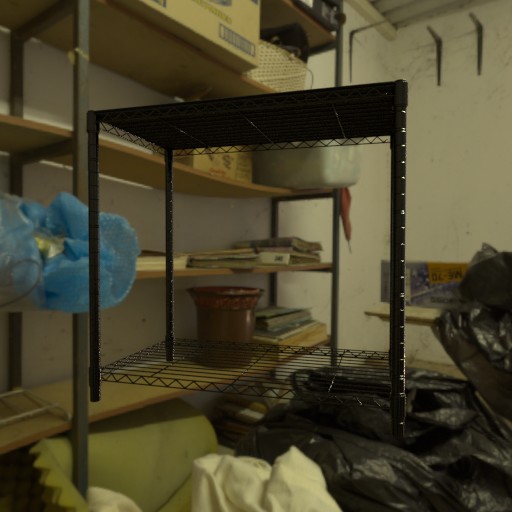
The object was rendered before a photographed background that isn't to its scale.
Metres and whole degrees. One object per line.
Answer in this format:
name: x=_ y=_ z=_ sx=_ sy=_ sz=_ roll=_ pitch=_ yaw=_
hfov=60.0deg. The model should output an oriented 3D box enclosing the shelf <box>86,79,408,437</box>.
shelf: x=0.000 y=0.000 z=0.935 sx=0.589 sy=0.564 sz=0.338 roll=0 pitch=1 yaw=16
